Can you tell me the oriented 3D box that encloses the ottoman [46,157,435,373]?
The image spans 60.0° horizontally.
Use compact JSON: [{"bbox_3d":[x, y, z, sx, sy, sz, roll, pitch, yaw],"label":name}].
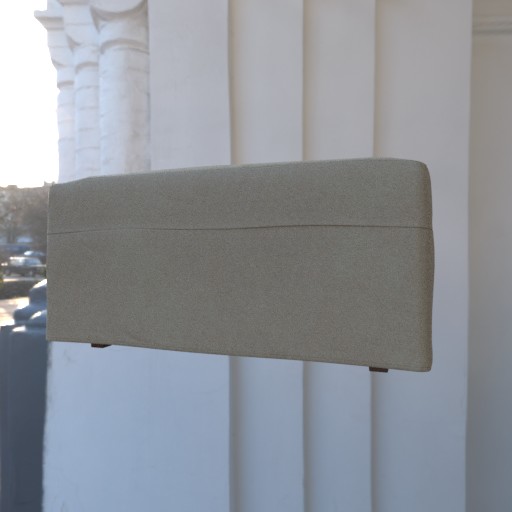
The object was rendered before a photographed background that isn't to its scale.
[{"bbox_3d":[0.000,0.000,1.174,0.872,0.444,0.590,0,0,19],"label":"ottoman"}]
